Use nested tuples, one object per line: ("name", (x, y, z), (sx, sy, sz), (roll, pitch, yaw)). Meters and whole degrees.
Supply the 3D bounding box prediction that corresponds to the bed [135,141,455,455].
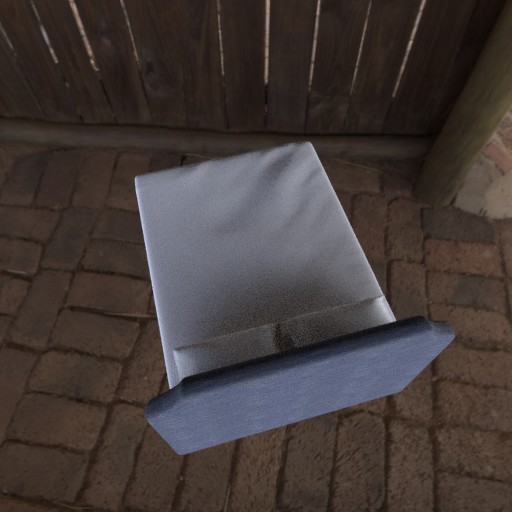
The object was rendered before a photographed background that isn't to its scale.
("bed", (0.000, 0.000, 3.184), (1.693, 1.290, 2.116), (-13, 59, -8))
